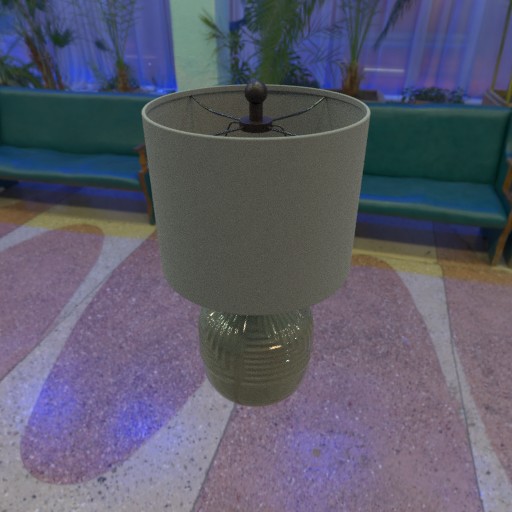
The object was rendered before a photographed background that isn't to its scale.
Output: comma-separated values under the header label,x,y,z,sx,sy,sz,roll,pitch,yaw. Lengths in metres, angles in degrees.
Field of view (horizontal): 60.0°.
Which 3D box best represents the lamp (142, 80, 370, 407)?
label,x,y,z,sx,sy,sz,roll,pitch,yaw
lamp,0.000,0.000,0.759,0.318,0.567,0.318,0,31,0
